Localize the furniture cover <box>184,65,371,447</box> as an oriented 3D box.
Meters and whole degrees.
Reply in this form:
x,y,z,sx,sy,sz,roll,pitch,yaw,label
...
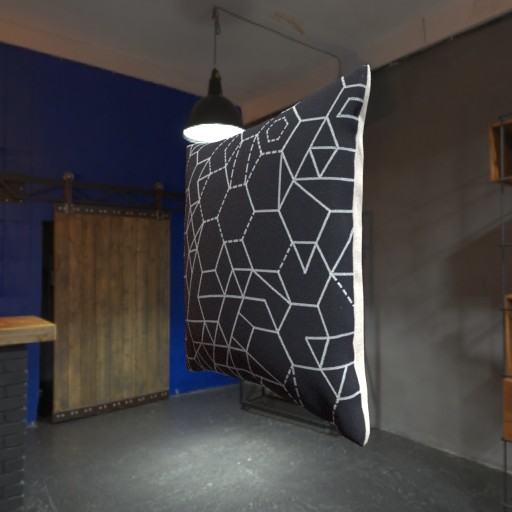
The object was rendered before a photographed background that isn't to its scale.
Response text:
x,y,z,sx,sy,sz,roll,pitch,yaw,label
0.000,0.000,0.794,0.158,0.508,0.517,1,-1,-36,furniture cover
